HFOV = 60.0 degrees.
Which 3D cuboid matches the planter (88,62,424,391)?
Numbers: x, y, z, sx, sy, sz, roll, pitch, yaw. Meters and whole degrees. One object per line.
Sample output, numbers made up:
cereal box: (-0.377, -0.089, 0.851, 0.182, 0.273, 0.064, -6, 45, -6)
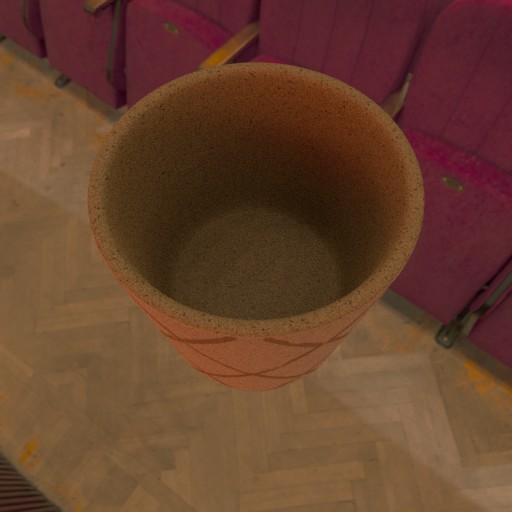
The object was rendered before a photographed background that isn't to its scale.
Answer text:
planter: (0.000, 0.000, 0.341, 0.191, 0.199, 0.191, 0, 62, 0)
